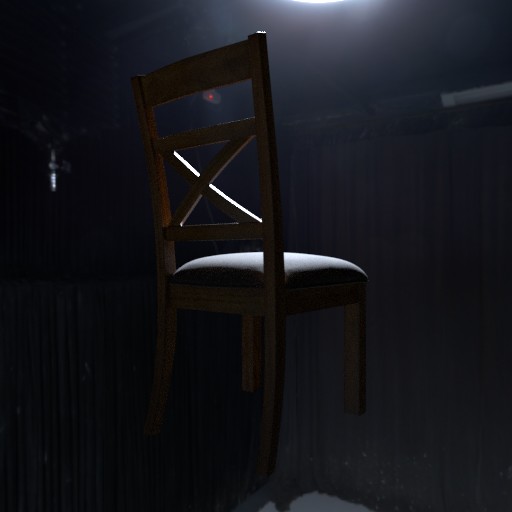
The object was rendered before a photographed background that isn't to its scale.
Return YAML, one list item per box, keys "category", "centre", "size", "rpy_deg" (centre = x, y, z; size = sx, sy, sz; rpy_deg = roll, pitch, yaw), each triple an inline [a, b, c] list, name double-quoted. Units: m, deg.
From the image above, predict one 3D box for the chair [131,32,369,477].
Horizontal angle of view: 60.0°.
- category: "chair"
  centre: [0.000, 0.000, 1.262]
  size: [0.470, 0.949, 0.581]
  rpy_deg: [0, 0, 36]
